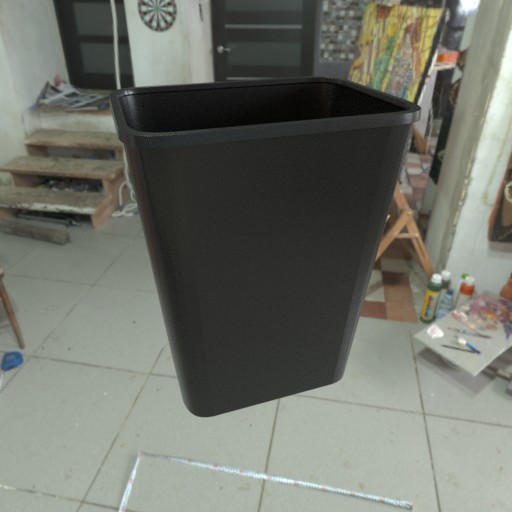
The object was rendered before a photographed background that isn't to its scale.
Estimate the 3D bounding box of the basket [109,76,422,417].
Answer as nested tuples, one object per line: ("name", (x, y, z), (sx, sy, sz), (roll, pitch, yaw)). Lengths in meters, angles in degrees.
("basket", (0.000, 0.000, 0.761), (0.394, 0.521, 0.287), (-10, 33, -16))
